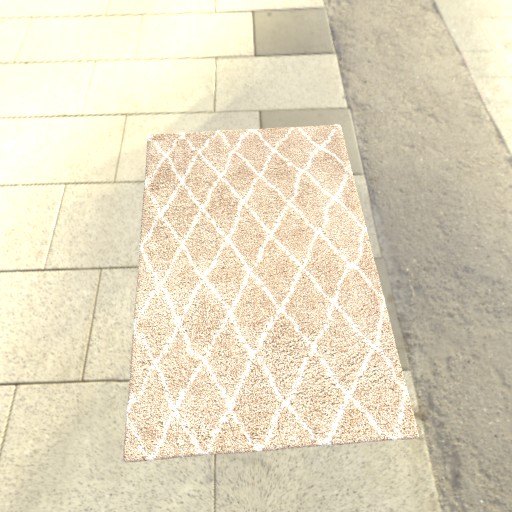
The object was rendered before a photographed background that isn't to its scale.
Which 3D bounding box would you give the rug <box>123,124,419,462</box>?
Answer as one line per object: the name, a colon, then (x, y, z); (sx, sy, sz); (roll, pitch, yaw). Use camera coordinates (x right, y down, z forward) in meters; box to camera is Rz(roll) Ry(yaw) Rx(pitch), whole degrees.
rug: (0.000, 0.000, 3.366); (1.778, 0.030, 2.743); (-4, 58, -2)
